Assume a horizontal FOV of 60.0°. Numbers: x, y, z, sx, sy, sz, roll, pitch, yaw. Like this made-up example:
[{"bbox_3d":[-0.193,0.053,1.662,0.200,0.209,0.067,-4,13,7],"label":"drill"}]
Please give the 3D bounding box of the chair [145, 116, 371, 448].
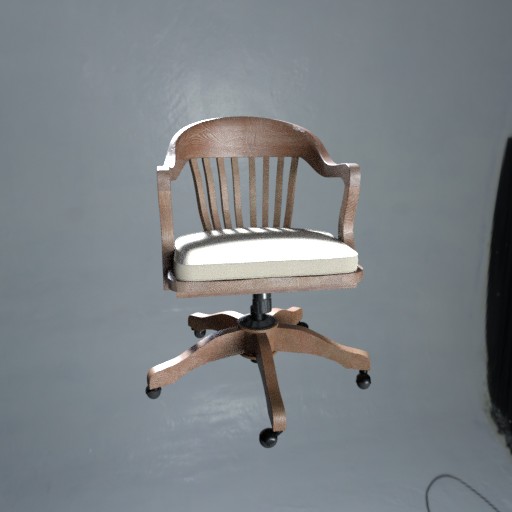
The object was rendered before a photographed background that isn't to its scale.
[{"bbox_3d":[0.000,0.000,1.451,0.750,0.878,0.788,-3,17,-8],"label":"chair"}]
